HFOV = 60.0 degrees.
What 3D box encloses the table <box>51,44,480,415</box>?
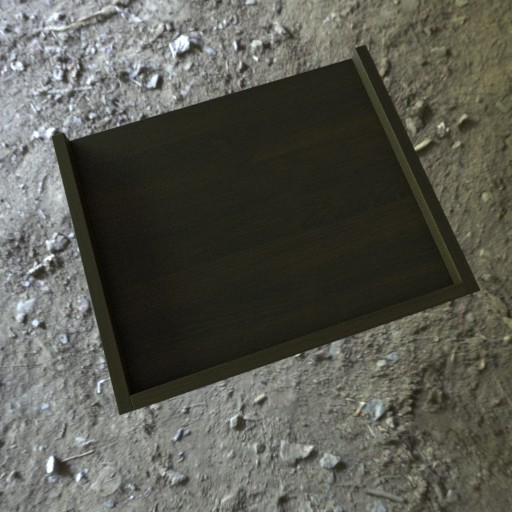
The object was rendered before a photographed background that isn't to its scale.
[{"bbox_3d":[0.000,0.000,0.790,0.450,0.470,0.370,-18,76,-5],"label":"table"}]
